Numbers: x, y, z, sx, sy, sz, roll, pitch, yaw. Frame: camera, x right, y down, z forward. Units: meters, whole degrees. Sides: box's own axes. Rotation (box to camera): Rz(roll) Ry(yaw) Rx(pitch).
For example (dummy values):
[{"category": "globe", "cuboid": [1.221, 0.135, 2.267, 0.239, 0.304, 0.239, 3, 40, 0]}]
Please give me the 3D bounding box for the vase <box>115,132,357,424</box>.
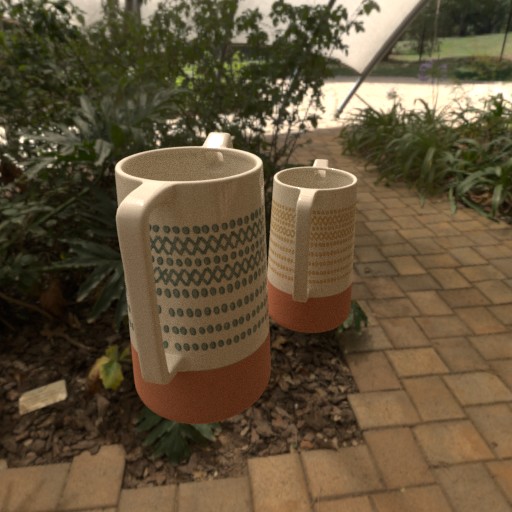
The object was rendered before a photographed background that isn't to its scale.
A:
[{"category": "vase", "cuboid": [0.000, 0.000, 0.472, 0.326, 0.247, 0.168, -17, 31, -31]}]
